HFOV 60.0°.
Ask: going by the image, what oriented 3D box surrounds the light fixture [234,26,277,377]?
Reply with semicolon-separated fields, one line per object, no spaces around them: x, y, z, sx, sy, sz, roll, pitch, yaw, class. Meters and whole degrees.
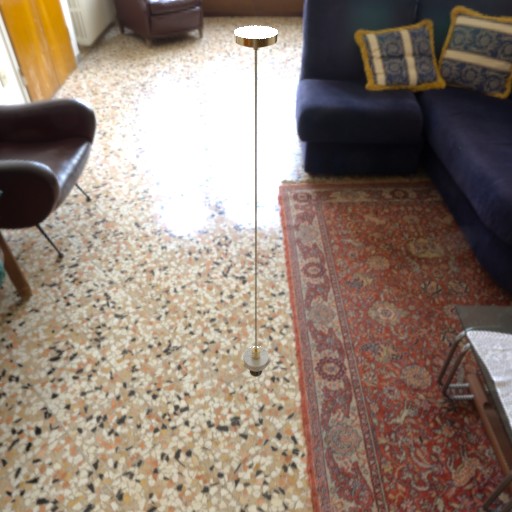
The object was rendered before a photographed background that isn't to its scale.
0.000;0.000;1.792;0.129;1.669;0.129;-26;47;-26;light fixture
